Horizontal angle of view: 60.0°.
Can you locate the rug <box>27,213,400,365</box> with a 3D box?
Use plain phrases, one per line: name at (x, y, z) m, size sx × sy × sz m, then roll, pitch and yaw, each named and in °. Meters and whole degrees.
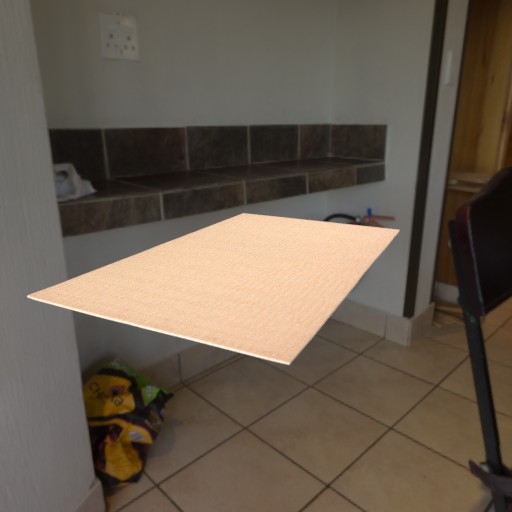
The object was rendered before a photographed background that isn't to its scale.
rug at (0.000, 0.000, 3.074) m, size 1.531 × 0.014 × 2.441 m, roll 9°, pitch 19°, yaw 26°
